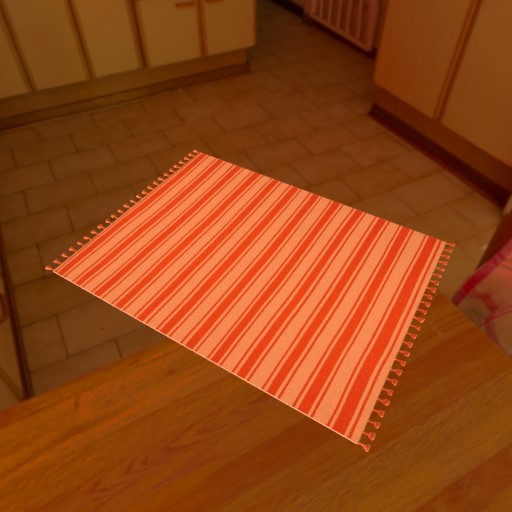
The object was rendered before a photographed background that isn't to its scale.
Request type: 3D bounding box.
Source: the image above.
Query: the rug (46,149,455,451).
[{"bbox_3d":[0.000,0.000,4.470,3.369,0.035,2.451,24,51,21],"label":"rug"}]
